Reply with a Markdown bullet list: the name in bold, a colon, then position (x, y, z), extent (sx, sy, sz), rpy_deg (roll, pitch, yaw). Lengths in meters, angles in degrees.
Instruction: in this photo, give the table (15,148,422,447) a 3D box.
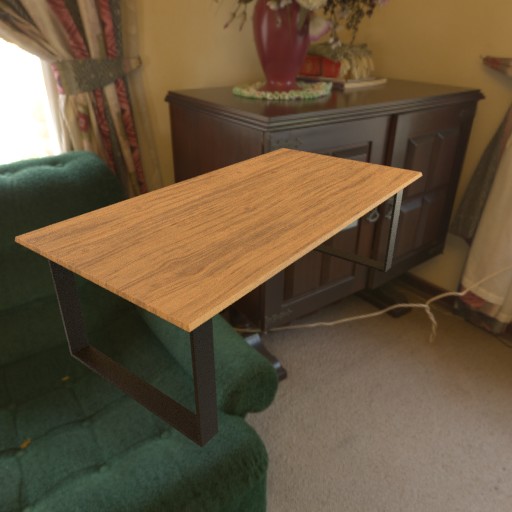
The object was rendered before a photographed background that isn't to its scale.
- **table**: position (0.000, 0.000, 1.627), extent (0.693, 0.445, 1.331), rpy_deg (19, 33, 33)
